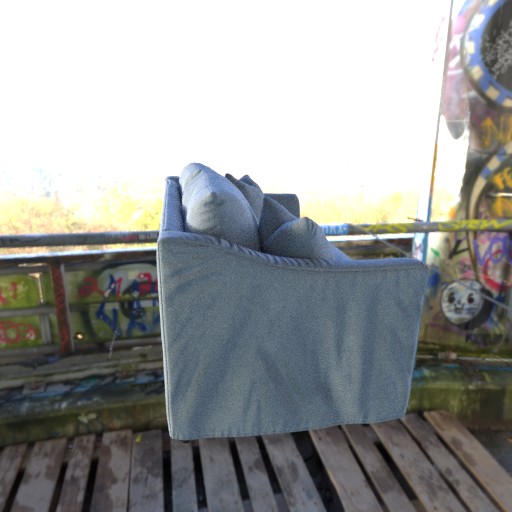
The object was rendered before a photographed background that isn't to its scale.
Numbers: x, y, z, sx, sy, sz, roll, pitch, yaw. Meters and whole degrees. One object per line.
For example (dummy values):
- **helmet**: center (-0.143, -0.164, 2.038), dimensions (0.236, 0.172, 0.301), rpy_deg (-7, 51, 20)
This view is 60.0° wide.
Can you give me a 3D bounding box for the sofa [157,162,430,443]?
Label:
- **sofa**: center (0.000, 0.000, 2.625), dimensions (1.072, 1.018, 2.010), rpy_deg (-3, 17, -10)
